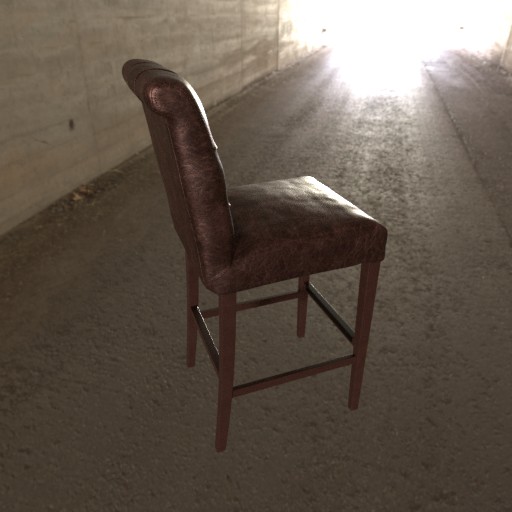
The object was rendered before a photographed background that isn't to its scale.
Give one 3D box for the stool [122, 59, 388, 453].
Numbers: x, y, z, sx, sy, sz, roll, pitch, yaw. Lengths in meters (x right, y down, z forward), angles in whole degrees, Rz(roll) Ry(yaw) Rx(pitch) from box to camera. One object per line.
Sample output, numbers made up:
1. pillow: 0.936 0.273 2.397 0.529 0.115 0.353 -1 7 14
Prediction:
1. stool: 0.000 0.000 1.441 0.659 1.168 0.483 -10 31 -18
